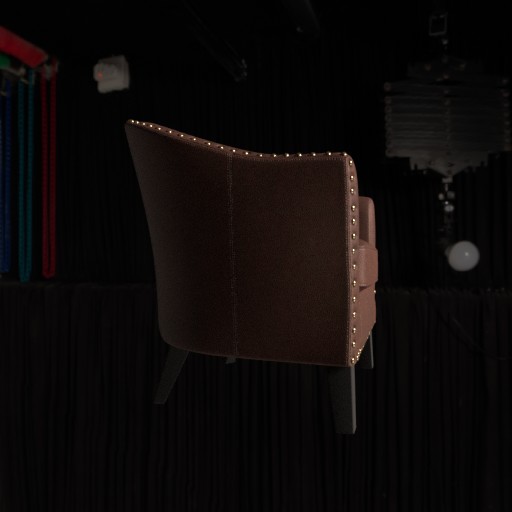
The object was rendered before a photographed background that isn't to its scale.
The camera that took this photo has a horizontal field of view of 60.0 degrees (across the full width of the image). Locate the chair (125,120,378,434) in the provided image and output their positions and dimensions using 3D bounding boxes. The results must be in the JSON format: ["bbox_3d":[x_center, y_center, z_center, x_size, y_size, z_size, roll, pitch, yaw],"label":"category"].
[{"bbox_3d":[0.000,0.000,1.427,0.748,0.823,0.794,0,-1,18],"label":"chair"}]
